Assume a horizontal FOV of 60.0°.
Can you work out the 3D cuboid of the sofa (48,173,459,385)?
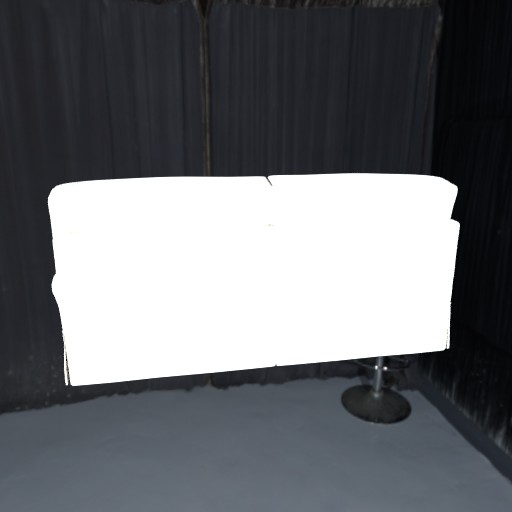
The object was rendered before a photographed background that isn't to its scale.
[{"bbox_3d":[0.000,0.000,2.499,2.021,0.937,0.862,-3,15,-11],"label":"sofa"}]
